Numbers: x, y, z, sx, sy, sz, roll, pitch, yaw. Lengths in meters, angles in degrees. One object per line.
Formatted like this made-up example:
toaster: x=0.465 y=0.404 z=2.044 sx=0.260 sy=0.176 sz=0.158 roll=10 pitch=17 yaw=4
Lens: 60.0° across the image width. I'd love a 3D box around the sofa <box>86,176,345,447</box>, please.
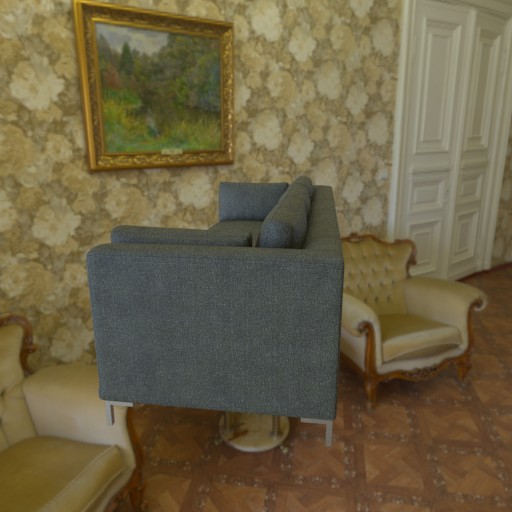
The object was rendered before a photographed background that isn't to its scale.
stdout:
sofa: x=0.000 y=0.000 z=2.811 sx=0.969 sy=0.867 sz=2.415 roll=2 pitch=15 yaw=8
